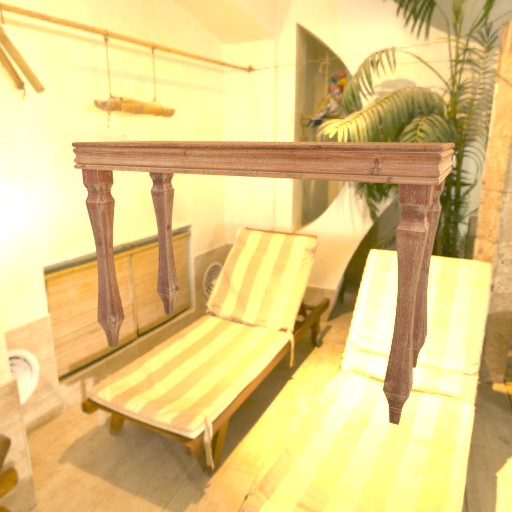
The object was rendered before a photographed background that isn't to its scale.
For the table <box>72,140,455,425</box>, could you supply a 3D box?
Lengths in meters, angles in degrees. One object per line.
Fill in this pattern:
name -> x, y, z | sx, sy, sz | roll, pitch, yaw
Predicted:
table -> 0.000, 0.000, 1.761 | 1.330, 0.873, 0.522 | 8, 17, 25
